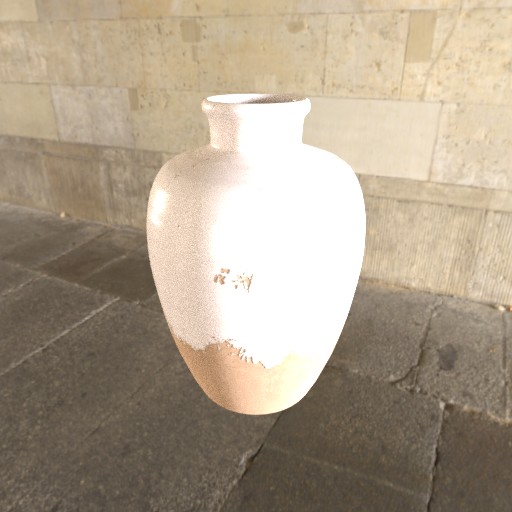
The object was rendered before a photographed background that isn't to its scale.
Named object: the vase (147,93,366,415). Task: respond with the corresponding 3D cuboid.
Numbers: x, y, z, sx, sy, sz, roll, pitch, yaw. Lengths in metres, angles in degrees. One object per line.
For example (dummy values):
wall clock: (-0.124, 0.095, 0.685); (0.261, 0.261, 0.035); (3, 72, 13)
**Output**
vase: (0.000, 0.000, 0.339); (0.158, 0.228, 0.158); (0, 25, 0)
